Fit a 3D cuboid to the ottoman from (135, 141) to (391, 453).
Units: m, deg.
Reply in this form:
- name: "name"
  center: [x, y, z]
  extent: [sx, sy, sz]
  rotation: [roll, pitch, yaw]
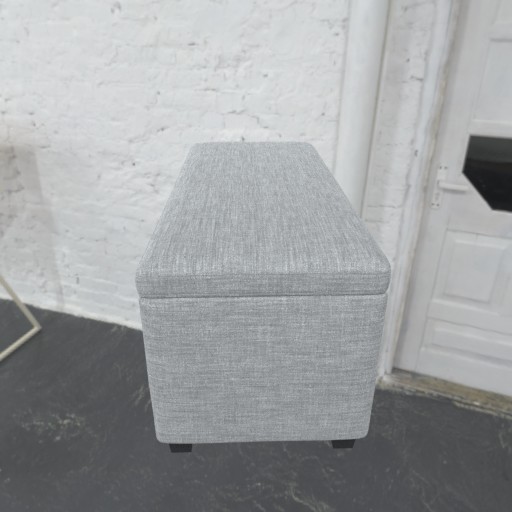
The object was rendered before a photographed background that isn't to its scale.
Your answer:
- name: "ottoman"
  center: [0.000, 0.000, 1.147]
  extent: [0.419, 0.432, 0.902]
  rotation: [-1, 26, -2]
